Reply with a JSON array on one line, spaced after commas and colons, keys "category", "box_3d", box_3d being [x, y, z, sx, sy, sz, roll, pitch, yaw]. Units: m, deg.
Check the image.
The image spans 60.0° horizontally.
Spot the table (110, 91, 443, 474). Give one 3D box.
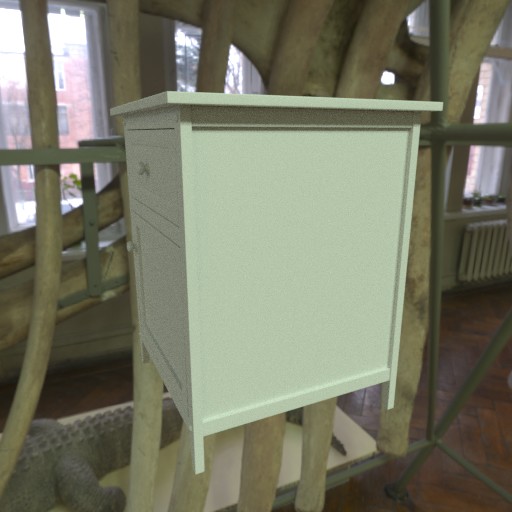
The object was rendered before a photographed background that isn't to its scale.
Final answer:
[{"category": "table", "box_3d": [0.000, 0.000, 0.751, 0.381, 0.483, 0.381, -7, 17, -25]}]
